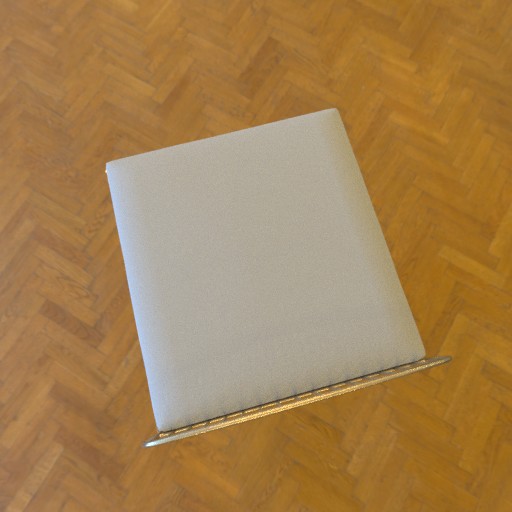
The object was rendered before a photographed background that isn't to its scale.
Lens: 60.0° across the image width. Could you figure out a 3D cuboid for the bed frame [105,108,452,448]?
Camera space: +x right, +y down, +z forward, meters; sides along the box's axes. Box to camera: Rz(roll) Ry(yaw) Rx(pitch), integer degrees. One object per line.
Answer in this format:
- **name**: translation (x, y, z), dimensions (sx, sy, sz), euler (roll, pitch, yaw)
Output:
- **bed frame**: translation (0.000, 0.000, 3.350), dimensions (2.016, 1.174, 2.152), euler (-15, 75, -4)
